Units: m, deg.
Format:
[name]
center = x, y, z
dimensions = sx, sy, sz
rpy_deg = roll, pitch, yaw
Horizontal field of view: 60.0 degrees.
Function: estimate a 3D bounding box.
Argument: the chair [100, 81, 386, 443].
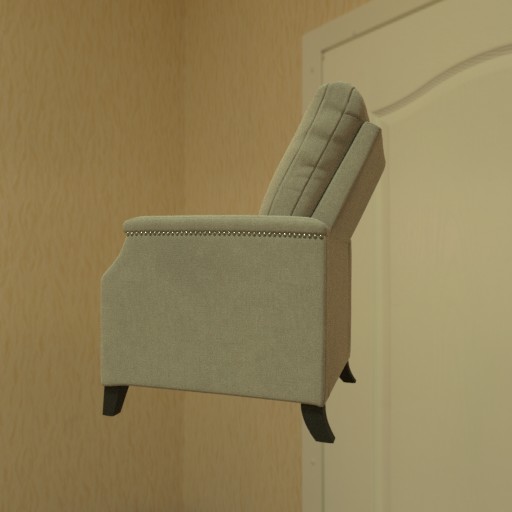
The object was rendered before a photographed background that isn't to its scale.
[chair]
center = 0.000, 0.000, 1.654
dimensions = 0.922, 1.049, 0.710
rpy_deg = 0, -1, 18
